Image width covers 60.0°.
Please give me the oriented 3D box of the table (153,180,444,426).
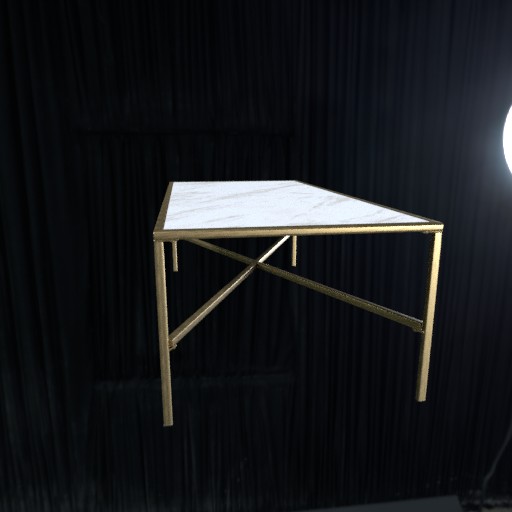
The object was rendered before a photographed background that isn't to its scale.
[{"bbox_3d":[0.000,0.000,1.474,0.577,0.405,1.197,-2,14,-9],"label":"table"}]
